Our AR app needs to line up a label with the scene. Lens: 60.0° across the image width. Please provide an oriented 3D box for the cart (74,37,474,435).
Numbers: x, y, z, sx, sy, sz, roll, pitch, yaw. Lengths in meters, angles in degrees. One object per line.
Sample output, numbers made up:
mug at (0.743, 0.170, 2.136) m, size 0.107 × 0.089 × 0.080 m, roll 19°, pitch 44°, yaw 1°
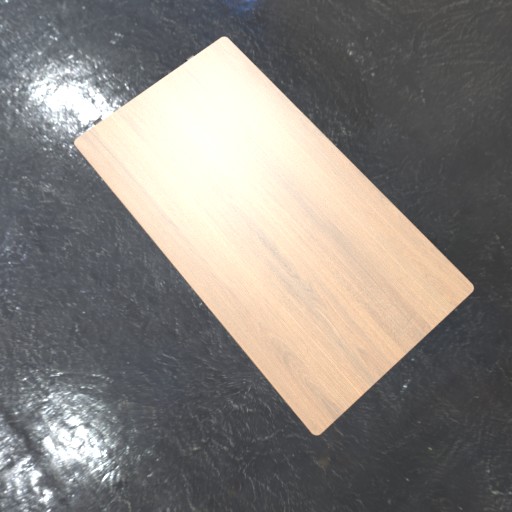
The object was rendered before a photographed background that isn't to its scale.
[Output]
cart at (0.000, 0.000, 1.431) m, size 0.457 × 0.927 × 0.899 m, roll -39°, pitch 78°, yaw -10°
